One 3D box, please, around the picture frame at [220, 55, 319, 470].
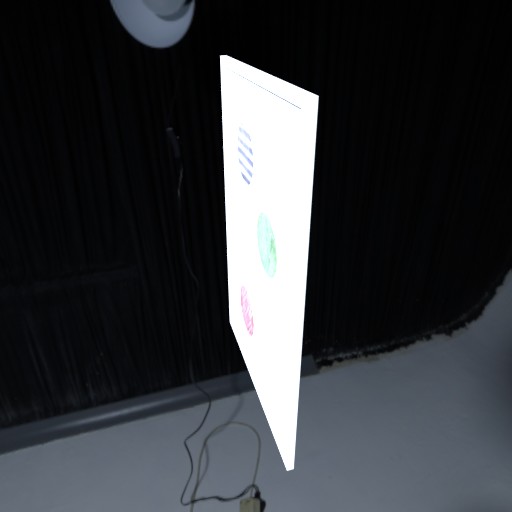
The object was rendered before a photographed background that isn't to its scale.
[{"bbox_3d":[0.000,0.000,0.845,0.013,0.657,0.457,-8,31,-14],"label":"picture frame"}]
